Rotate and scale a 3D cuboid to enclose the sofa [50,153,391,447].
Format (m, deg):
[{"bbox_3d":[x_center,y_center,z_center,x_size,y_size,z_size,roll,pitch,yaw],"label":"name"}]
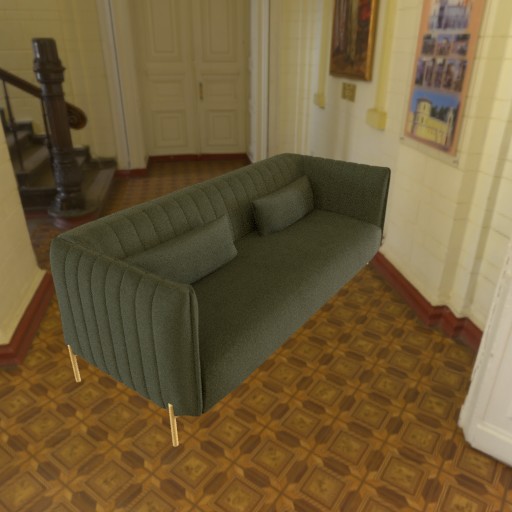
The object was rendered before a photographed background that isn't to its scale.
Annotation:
[{"bbox_3d":[0.000,0.000,2.665,0.896,0.793,2.137,17,31,31],"label":"sofa"}]
